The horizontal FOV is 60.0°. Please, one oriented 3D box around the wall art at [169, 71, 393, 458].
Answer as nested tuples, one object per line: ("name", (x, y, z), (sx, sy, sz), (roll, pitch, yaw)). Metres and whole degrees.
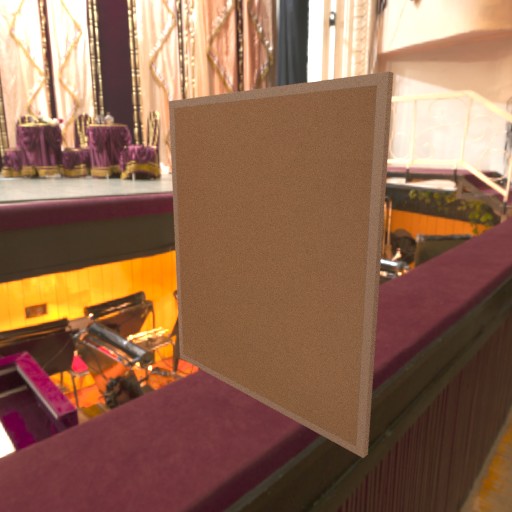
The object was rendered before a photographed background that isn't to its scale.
("wall art", (0.000, 0.000, 0.788), (0.012, 0.557, 0.482), (-13, 19, -43))
